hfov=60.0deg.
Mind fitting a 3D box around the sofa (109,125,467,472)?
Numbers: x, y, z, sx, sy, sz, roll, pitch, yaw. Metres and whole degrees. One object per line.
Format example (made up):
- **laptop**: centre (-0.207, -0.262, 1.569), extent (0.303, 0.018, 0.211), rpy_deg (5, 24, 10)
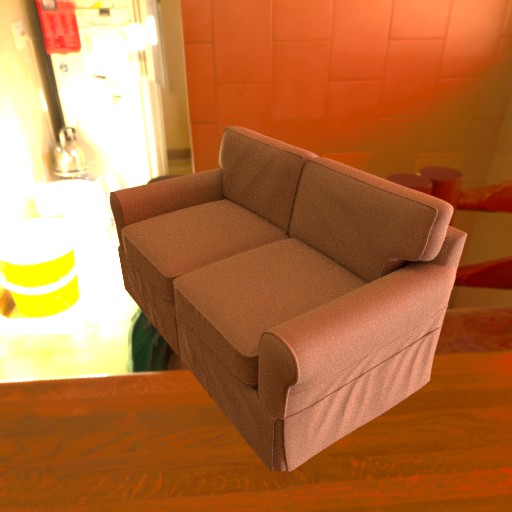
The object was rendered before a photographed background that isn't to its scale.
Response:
- **sofa**: centre (0.000, 0.000, 2.301), extent (0.991, 0.940, 1.727), rpy_deg (-19, 35, -30)
